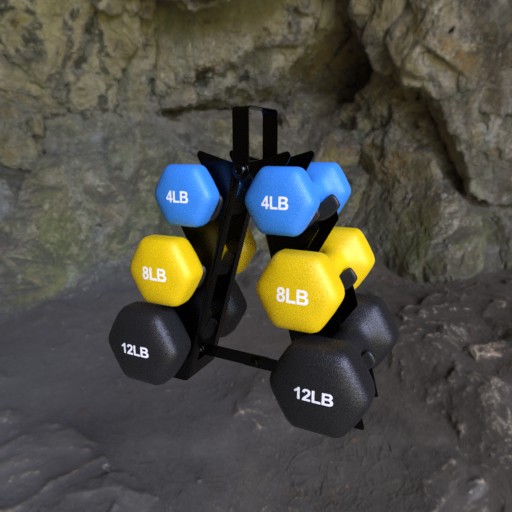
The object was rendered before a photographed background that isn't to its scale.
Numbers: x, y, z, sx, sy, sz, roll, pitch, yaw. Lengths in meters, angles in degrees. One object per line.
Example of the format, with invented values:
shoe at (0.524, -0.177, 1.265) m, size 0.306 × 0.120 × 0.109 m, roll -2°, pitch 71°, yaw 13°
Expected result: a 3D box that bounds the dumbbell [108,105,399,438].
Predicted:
dumbbell at (0.000, 0.000, 0.670) m, size 0.409 × 0.426 × 0.255 m, roll 7°, pitch 16°, yaw 26°
